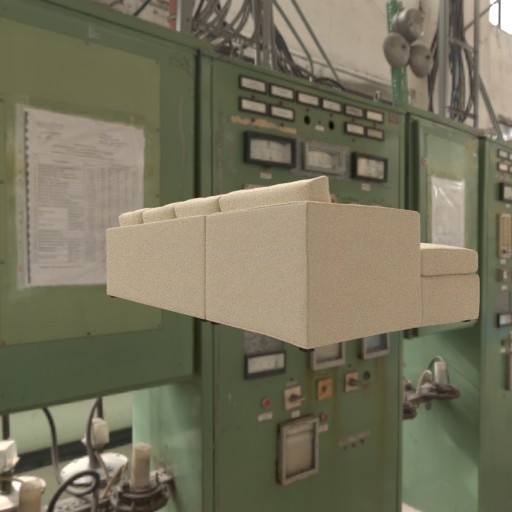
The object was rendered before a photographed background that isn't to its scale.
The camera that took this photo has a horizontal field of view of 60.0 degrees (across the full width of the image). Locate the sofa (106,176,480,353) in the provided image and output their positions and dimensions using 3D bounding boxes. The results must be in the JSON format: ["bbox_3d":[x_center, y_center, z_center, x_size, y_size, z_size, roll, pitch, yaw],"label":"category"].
[{"bbox_3d":[0.000,0.000,3.890,1.650,0.922,3.205,0,1,-35],"label":"sofa"}]
